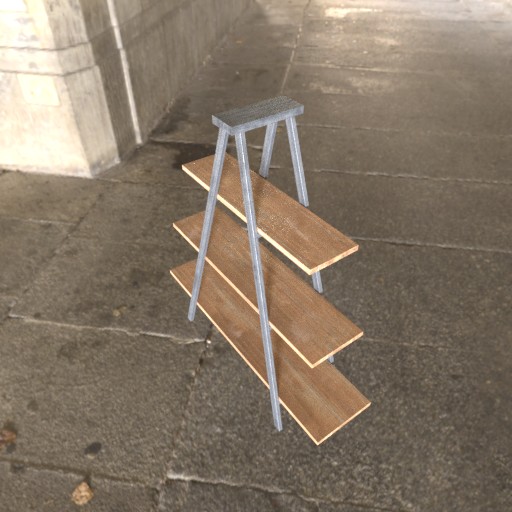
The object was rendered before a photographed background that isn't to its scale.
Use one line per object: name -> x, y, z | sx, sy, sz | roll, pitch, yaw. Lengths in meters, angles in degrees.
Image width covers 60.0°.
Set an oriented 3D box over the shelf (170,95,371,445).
shelf -> 0.000, 0.000, 2.658 | 0.508, 1.808, 1.746 | -25, 47, -26
